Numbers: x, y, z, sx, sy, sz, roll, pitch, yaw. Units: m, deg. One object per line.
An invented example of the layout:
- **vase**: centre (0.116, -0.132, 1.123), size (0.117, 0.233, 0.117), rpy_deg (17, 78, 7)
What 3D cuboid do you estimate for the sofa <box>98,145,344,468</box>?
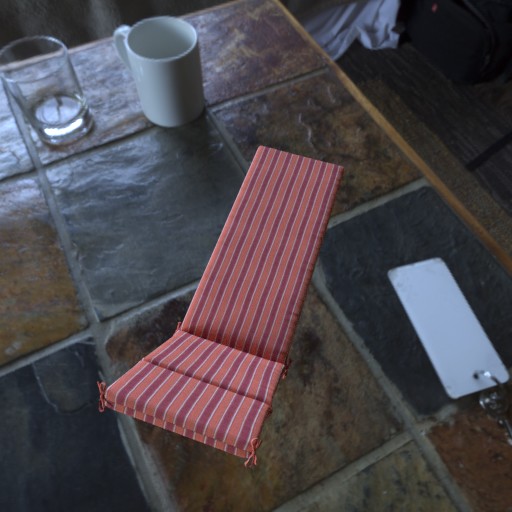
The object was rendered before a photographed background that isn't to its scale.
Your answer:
- **sofa**: centre (0.000, 0.000, 1.988), size (0.582, 0.622, 1.663), rpy_deg (17, 63, 9)
